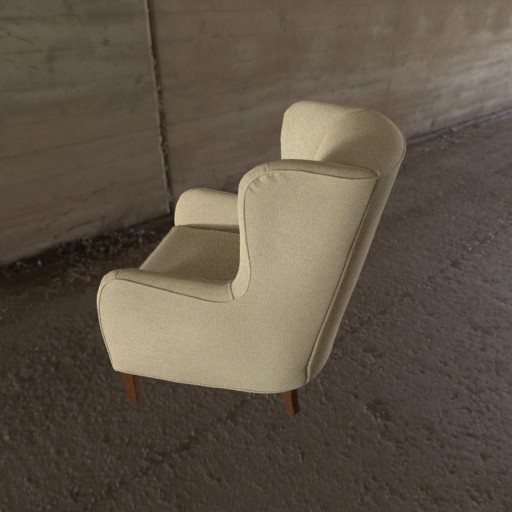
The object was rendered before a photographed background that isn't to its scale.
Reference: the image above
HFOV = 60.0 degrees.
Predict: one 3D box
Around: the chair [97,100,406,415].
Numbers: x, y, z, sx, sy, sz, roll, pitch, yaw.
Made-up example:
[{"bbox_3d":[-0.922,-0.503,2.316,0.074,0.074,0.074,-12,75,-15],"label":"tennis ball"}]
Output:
[{"bbox_3d":[0.000,0.000,1.738,0.966,1.040,0.838,7,32,11],"label":"chair"}]
